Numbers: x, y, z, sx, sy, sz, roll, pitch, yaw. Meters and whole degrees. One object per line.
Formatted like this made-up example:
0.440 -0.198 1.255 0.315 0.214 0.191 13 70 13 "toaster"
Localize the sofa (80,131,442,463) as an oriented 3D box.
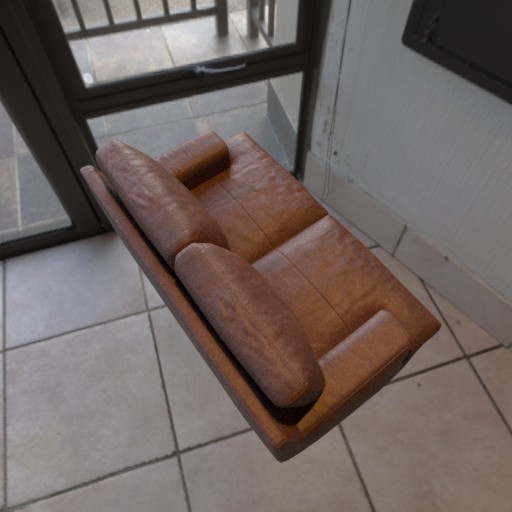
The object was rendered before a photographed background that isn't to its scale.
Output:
0.000 0.000 2.497 1.143 0.939 1.880 -32 63 -18 "sofa"
